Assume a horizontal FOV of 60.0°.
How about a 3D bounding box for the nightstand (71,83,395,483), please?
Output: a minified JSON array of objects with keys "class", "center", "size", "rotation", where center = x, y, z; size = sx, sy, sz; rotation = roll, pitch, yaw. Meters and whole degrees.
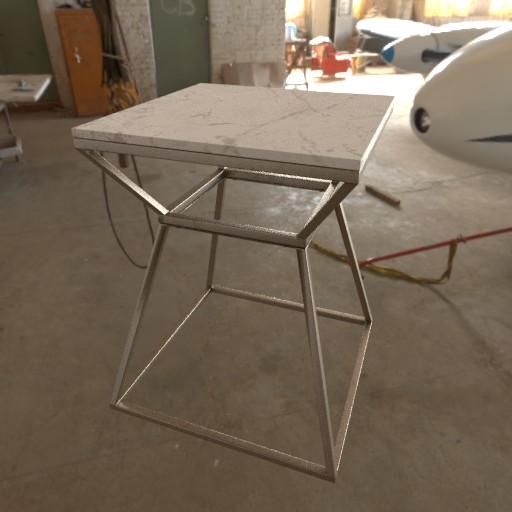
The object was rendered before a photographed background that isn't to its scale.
[{"class":"nightstand","center":[0.000,0.000,0.864],"size":[0.455,0.554,0.455],"rotation":[11,32,18]}]
